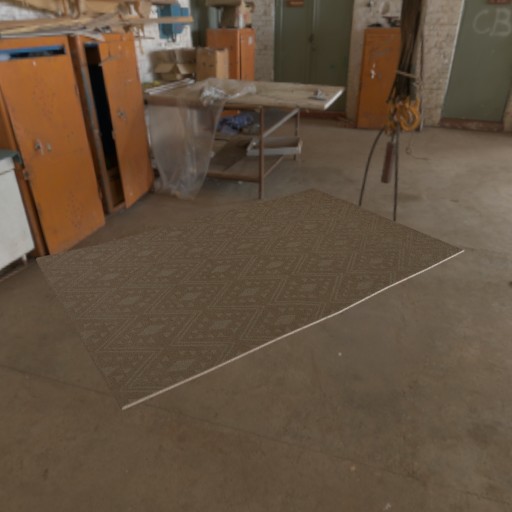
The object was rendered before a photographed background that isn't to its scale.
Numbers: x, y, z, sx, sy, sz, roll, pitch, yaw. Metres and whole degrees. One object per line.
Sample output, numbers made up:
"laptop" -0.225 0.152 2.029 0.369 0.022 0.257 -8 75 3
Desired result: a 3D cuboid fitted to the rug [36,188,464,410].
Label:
"rug" 0.000 0.000 2.968 2.430 0.053 1.553 -19 34 -31
